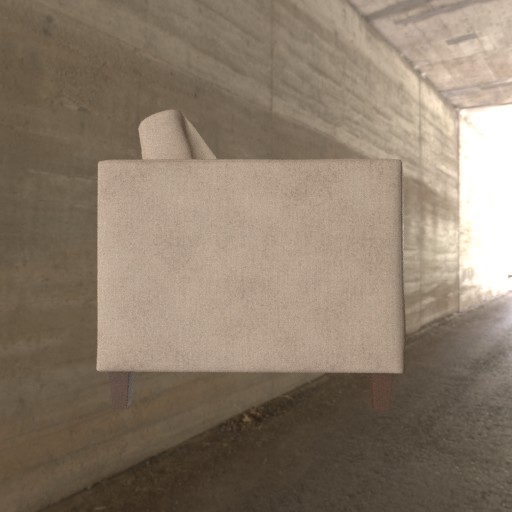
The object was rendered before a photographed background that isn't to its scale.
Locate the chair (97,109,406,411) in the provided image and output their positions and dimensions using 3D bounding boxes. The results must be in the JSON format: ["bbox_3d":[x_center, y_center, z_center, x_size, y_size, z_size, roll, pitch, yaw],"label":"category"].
[{"bbox_3d":[0.000,0.000,1.857,0.959,0.961,1.133,0,0,1],"label":"chair"}]
